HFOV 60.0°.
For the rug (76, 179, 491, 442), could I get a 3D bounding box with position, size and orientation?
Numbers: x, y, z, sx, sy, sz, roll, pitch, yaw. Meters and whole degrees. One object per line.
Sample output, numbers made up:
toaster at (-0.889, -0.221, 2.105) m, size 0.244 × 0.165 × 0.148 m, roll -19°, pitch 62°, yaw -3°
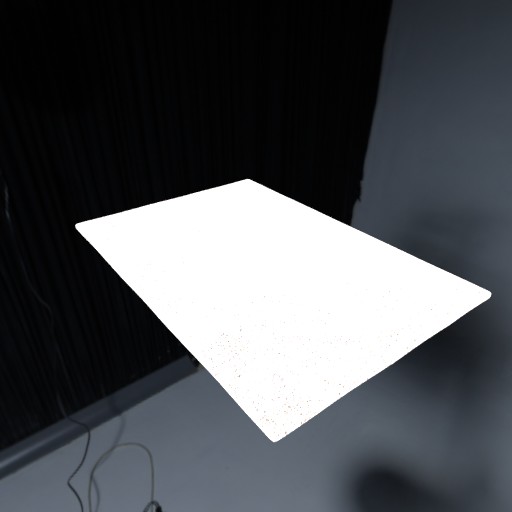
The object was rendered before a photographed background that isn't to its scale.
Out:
rug at (0.000, 0.000, 2.211) m, size 1.219 × 0.030 × 1.778 m, roll -21°, pitch 36°, yaw -32°
